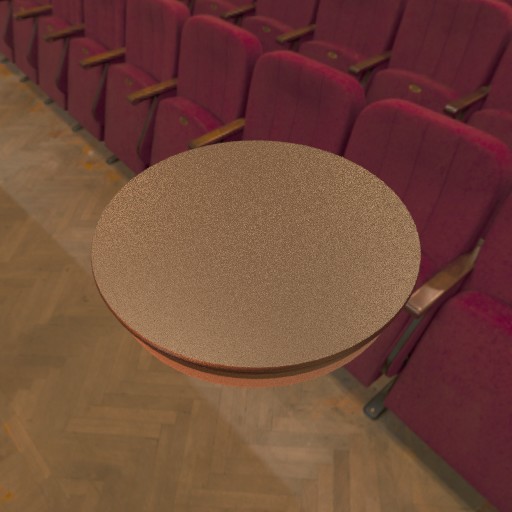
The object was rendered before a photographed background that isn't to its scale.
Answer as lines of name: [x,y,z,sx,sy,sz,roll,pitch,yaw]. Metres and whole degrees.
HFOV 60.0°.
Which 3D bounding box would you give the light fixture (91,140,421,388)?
light fixture: [0.000,0.000,0.543,0.368,0.100,0.368,0,46,0]
